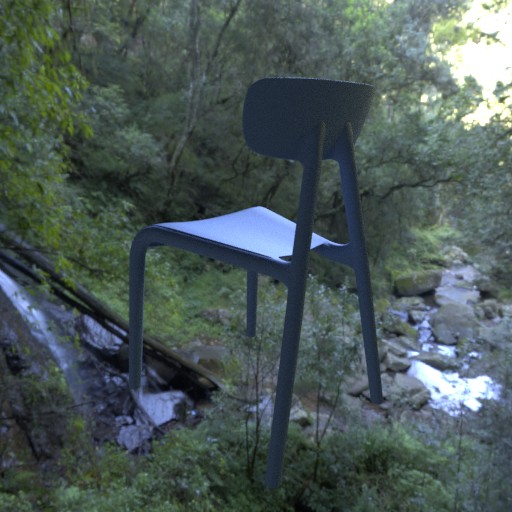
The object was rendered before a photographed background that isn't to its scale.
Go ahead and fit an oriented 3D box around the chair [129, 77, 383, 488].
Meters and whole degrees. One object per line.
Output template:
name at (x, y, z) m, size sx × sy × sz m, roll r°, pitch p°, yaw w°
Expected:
chair at (0.000, 0.000, 0.818) m, size 0.356 × 0.580 × 0.401 m, roll -16°, pitch 23°, yaw -42°
